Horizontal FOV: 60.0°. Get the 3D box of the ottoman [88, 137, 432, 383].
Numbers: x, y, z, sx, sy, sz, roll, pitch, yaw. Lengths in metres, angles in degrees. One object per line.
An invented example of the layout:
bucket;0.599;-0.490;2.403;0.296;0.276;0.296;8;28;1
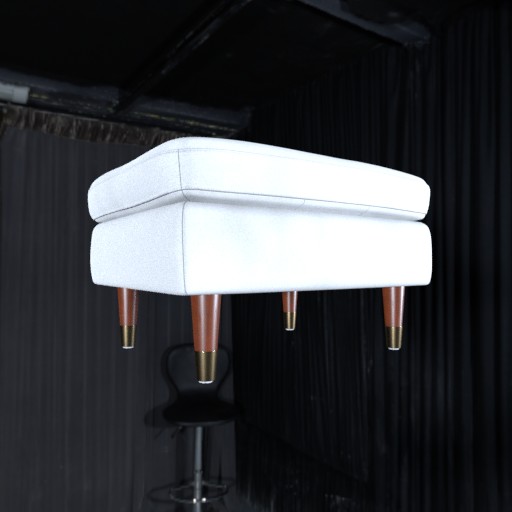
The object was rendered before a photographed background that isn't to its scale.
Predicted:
ottoman;0.000;0.000;1.151;0.747;0.478;0.593;1;-1;-35
